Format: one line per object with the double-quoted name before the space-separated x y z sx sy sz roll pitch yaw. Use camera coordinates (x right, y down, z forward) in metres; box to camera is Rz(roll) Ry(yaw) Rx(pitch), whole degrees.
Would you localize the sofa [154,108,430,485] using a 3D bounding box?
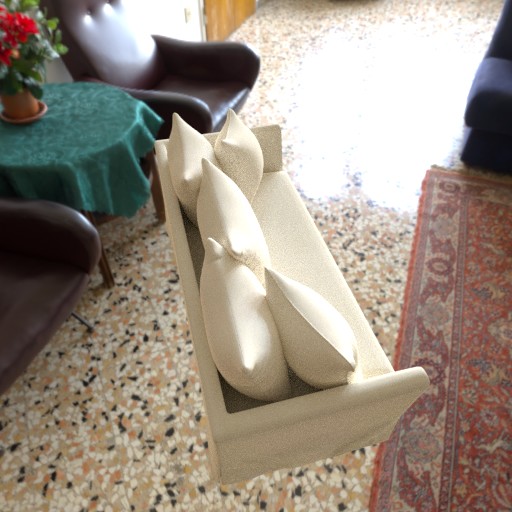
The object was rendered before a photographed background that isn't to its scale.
"sofa" 0.000 0.000 2.760 1.031 1.034 2.290 -11 47 -10
